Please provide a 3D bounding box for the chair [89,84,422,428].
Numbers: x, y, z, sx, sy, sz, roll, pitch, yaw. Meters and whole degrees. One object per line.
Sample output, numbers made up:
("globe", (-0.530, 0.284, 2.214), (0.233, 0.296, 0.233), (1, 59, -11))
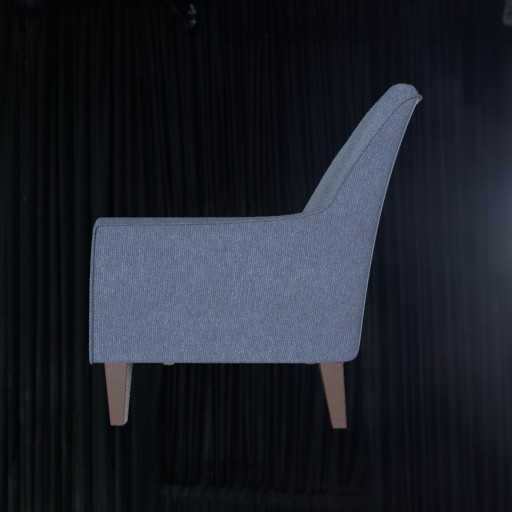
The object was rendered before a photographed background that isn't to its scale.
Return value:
("chair", (0.000, 0.000, 1.552), (0.899, 0.919, 0.780), (0, 0, 1))
